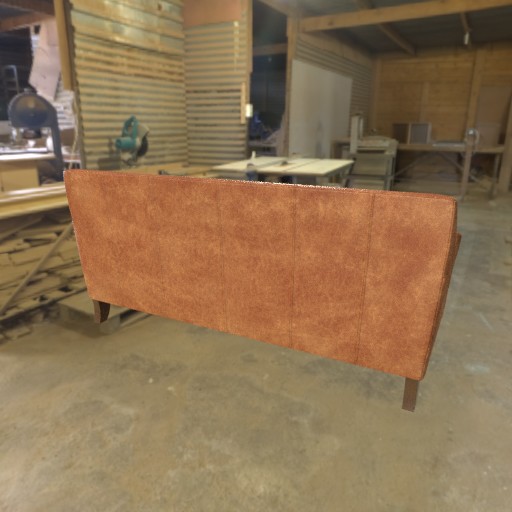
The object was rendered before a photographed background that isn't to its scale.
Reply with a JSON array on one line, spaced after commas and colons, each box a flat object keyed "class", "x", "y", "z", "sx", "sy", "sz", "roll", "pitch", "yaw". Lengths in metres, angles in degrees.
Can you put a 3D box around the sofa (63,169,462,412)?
[{"class": "sofa", "x": 0.000, "y": 0.000, "z": 2.504, "sx": 2.053, "sy": 0.947, "sz": 0.805, "roll": 9, "pitch": 19, "yaw": 26}]
